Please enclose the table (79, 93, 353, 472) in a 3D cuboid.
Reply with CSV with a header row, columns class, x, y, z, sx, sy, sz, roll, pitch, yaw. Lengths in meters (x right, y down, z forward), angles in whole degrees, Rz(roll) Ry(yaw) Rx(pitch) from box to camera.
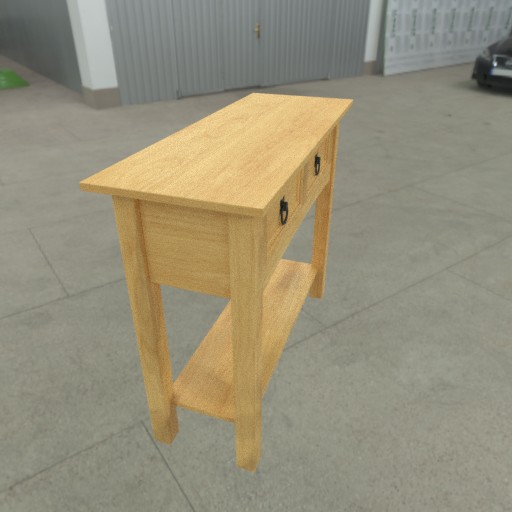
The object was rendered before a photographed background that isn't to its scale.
class,x,y,z,sx,sy,sz,roll,pitch,yaw
table,0.000,0.000,1.275,0.340,0.728,0.900,10,32,17
